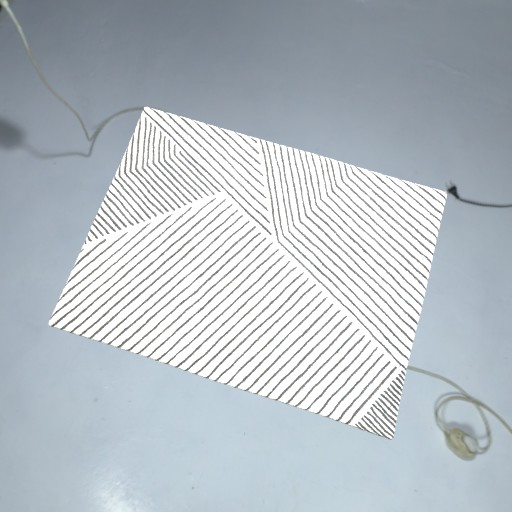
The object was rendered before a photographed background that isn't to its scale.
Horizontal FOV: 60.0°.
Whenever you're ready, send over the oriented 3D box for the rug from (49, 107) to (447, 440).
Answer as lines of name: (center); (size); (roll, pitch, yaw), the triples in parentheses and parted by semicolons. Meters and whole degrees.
rug: (0.000, 0.000, 3.208); (2.449, 0.028, 1.829); (17, 75, 5)
